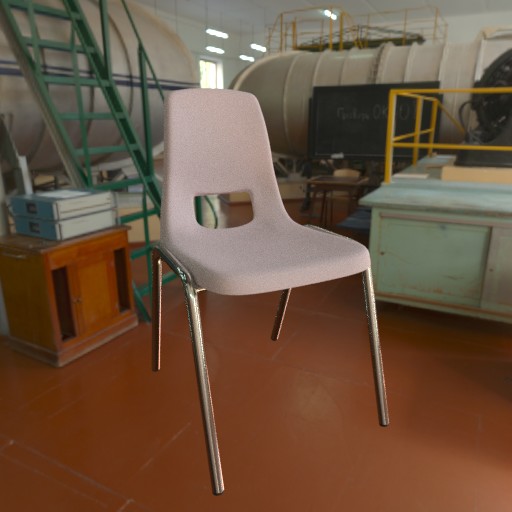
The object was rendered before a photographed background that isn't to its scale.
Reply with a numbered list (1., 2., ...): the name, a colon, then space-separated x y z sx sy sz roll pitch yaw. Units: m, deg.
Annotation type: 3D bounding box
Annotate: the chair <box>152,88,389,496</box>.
1. chair: 0.000 0.000 0.889 0.381 0.653 0.436 -9 19 -27
